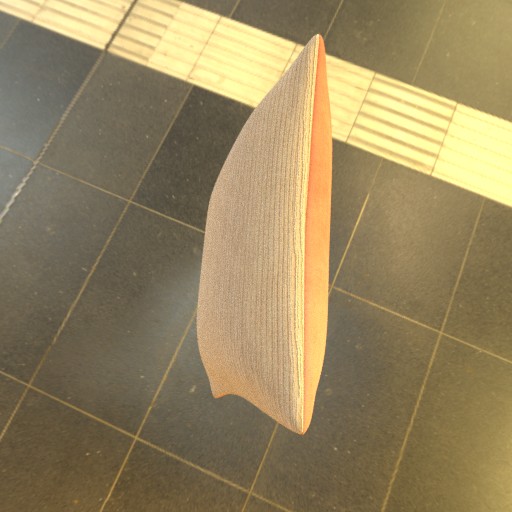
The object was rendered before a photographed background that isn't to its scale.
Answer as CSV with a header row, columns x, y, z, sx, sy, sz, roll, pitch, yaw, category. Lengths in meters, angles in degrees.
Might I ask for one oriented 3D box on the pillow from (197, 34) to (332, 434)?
x,y,z,sx,sy,sz,roll,pitch,yaw,category
0.000,0.000,0.637,0.177,0.401,0.424,4,75,1,pillow
